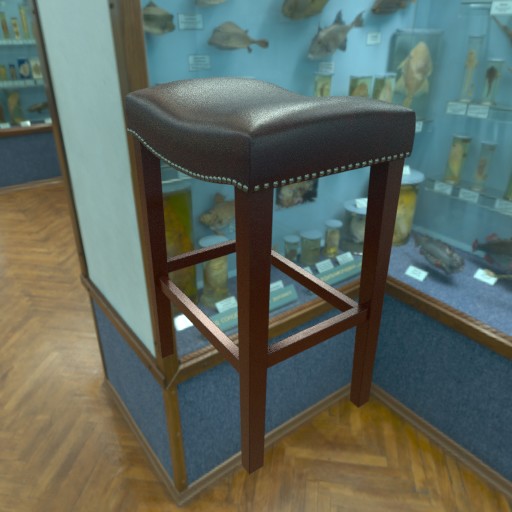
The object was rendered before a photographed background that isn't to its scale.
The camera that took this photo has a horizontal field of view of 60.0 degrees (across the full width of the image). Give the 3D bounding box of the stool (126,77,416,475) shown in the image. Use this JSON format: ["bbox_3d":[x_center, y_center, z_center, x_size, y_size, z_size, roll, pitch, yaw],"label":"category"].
[{"bbox_3d":[0.000,0.000,1.035,0.372,0.742,0.504,-18,32,-30],"label":"stool"}]
